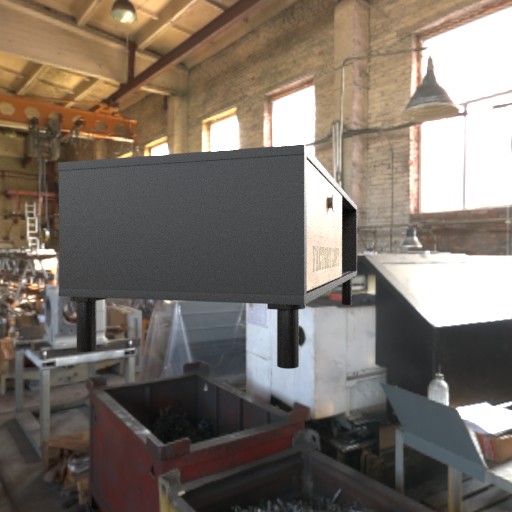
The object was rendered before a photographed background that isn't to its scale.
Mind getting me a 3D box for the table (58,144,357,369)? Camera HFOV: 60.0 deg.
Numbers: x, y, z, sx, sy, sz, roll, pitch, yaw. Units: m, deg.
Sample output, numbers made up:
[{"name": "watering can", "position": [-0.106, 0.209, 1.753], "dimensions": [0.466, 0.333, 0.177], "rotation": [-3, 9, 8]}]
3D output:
[{"name": "table", "position": [0.000, 0.000, 1.378], "dimensions": [0.550, 0.400, 1.100], "rotation": [0, 0, 18]}]
